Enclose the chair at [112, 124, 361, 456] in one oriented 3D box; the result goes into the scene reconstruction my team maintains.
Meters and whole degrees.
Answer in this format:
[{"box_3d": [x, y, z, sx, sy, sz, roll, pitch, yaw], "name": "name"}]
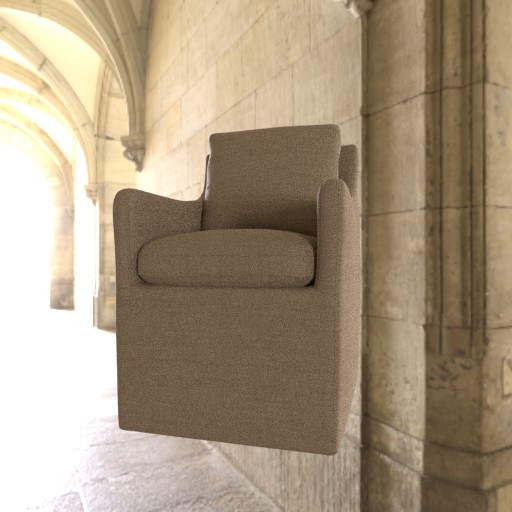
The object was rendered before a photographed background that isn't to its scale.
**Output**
[{"box_3d": [0.000, 0.000, 1.389, 0.626, 0.914, 0.694, 0, 0, 16], "name": "chair"}]
